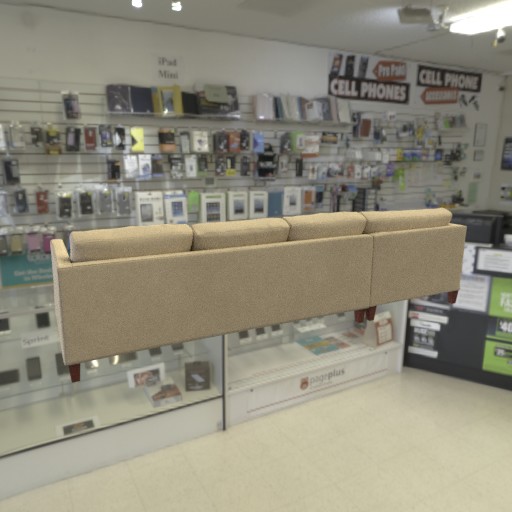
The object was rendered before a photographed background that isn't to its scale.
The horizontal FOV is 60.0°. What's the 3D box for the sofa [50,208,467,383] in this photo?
[{"bbox_3d":[0.000,0.000,3.789,3.186,0.846,1.625,-6,14,-26],"label":"sofa"}]
